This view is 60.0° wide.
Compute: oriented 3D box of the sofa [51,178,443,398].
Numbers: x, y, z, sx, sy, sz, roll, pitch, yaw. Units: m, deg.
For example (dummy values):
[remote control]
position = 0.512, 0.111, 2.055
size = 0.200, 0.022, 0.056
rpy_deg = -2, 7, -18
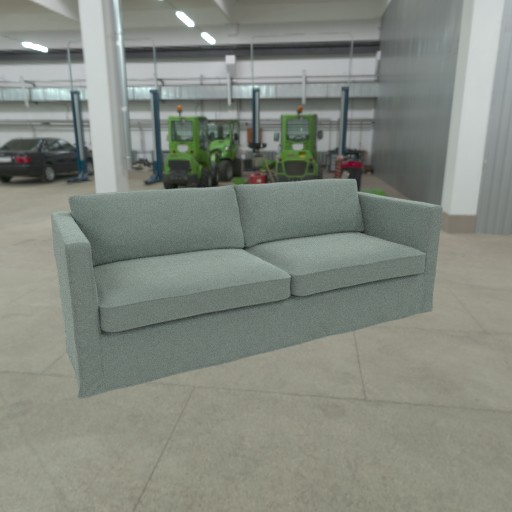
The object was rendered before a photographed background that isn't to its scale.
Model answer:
[sofa]
position = 0.000, 0.000, 2.818
size = 2.312, 0.853, 0.962
rpy_deg = -8, 17, -26
